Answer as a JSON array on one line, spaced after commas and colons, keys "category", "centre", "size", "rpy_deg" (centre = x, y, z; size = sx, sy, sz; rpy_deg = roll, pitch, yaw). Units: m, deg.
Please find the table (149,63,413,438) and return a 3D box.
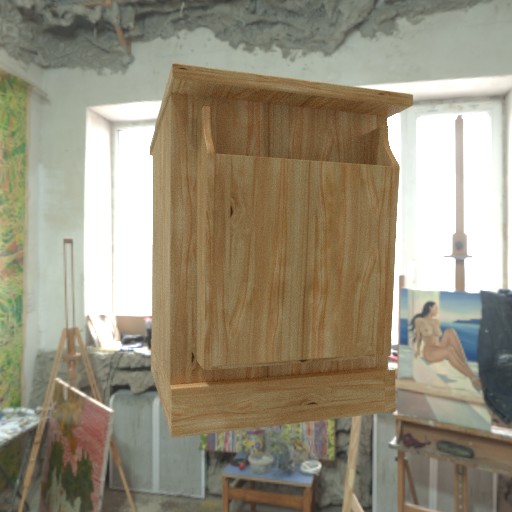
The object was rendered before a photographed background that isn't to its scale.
[{"category": "table", "centre": [0.000, 0.000, 0.870], "size": [0.380, 0.515, 0.530], "rpy_deg": [0, 0, -17]}]
